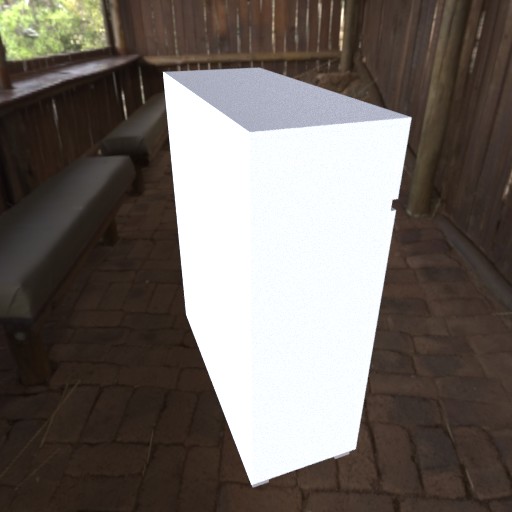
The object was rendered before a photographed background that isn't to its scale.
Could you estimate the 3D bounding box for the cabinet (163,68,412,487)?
[{"bbox_3d":[0.000,0.000,1.667,0.400,1.190,1.000,-10,31,-18],"label":"cabinet"}]
